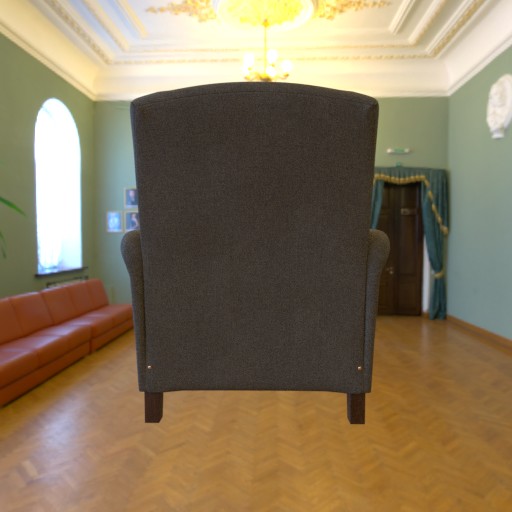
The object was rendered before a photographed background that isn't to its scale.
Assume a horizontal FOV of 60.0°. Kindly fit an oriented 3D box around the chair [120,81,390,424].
[{"bbox_3d":[0.000,0.000,1.744,0.978,1.061,0.905,0,2,1],"label":"chair"}]
